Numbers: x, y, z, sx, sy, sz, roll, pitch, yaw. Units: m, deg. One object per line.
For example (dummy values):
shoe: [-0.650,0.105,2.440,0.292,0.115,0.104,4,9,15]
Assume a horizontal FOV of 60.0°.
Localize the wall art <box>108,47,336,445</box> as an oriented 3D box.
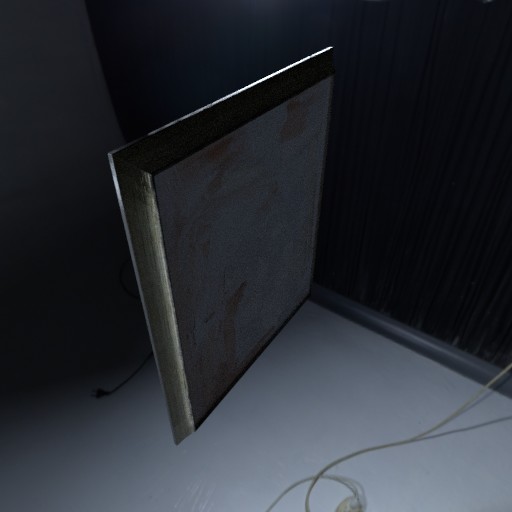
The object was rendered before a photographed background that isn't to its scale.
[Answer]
wall art: [0.000,0.000,0.612,0.023,0.457,0.381,24,45,26]
